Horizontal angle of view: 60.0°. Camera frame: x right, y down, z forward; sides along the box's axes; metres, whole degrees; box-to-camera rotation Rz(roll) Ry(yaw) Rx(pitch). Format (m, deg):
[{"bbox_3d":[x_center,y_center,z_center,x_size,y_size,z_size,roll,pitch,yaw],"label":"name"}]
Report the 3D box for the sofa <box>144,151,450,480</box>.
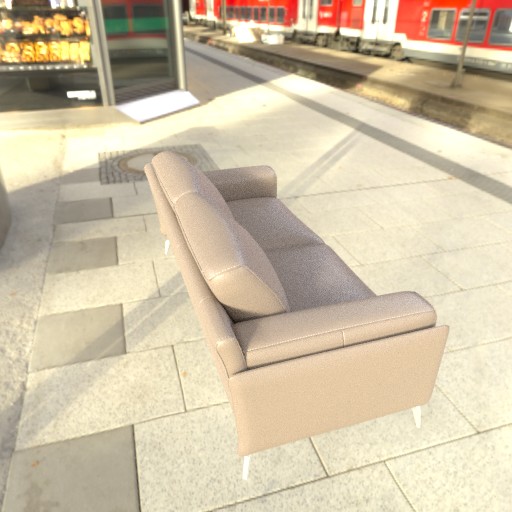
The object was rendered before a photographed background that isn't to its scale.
[{"bbox_3d":[0.000,0.000,2.558,1.049,0.930,2.101,-10,31,-17],"label":"sofa"}]
